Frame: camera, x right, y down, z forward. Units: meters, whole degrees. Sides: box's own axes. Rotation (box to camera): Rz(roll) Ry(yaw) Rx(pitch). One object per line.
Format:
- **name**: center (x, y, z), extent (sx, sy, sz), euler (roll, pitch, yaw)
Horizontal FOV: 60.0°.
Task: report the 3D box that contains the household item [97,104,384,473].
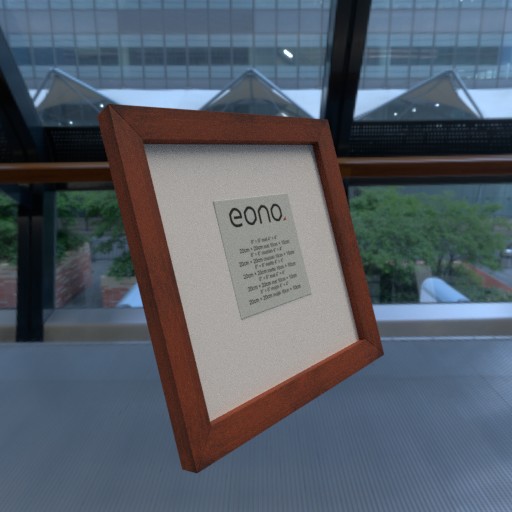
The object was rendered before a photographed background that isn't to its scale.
- **household item**: center (0.000, 0.000, 0.388), extent (0.131, 0.240, 0.240), euler (13, 19, 43)
